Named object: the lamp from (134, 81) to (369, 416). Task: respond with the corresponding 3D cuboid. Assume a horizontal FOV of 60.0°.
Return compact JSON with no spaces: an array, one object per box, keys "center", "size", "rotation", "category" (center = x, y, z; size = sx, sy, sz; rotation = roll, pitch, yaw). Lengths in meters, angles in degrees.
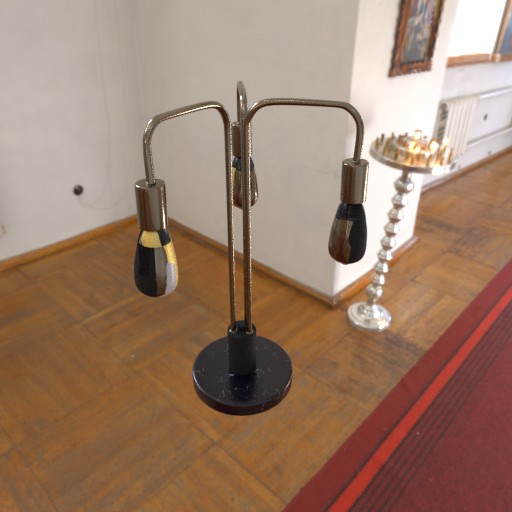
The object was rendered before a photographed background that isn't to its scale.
[{"center":[0.000,0.000,0.801],"size":[0.355,0.560,0.368],"rotation":[-1,30,-1],"category":"lamp"}]
